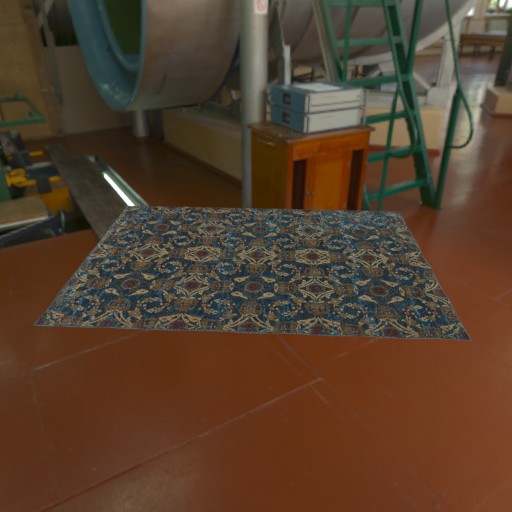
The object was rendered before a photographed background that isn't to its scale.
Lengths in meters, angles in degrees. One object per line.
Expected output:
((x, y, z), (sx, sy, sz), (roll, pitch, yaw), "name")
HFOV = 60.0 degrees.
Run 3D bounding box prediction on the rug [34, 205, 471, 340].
((0.000, 0.000, 4.338), (3.291, 0.013, 2.337), (2, 29, 3), "rug")
